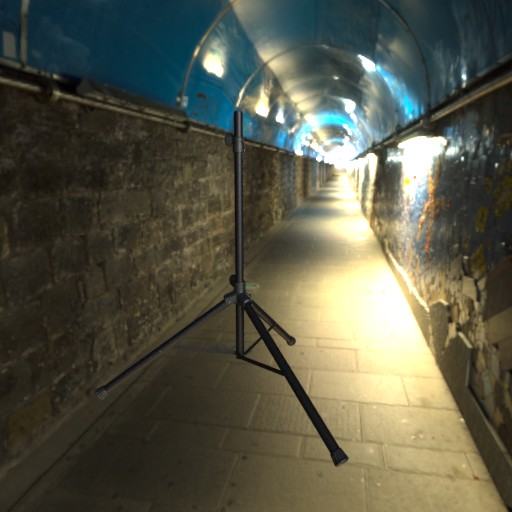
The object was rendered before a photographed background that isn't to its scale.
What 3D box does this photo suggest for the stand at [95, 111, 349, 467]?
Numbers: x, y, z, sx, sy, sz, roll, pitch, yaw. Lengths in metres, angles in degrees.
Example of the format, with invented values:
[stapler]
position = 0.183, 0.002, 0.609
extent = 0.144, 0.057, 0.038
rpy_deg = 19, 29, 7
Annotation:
[stand]
position = 0.000, 0.000, 1.870
extent = 1.045, 1.136, 0.907
rpy_deg = 6, 13, 26
